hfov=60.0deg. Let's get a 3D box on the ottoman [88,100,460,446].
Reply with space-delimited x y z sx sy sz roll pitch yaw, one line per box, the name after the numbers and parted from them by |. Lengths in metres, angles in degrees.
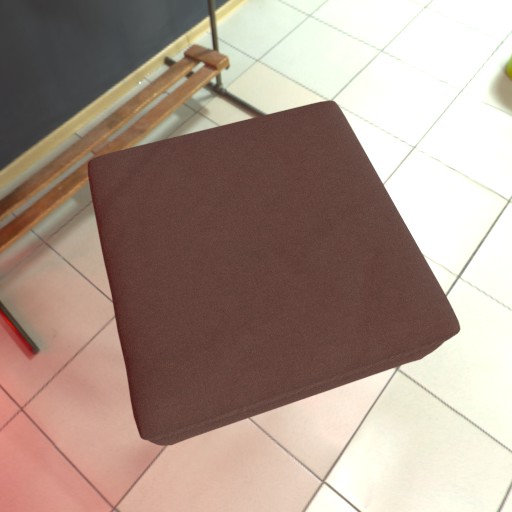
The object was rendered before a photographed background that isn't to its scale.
0.000 0.000 1.862 1.181 0.470 1.181 -16 64 -8 | ottoman
